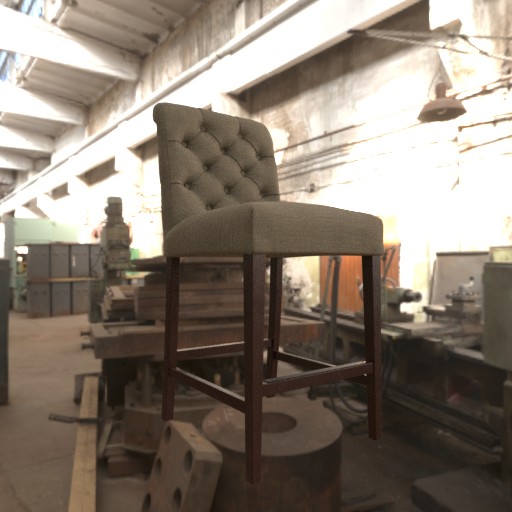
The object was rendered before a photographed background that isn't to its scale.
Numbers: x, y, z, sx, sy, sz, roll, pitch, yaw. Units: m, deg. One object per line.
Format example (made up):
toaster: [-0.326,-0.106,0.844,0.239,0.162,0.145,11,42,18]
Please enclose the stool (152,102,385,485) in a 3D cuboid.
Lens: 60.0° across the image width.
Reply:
stool: [0.000,0.000,1.434,0.486,1.084,0.660,1,-1,-35]
